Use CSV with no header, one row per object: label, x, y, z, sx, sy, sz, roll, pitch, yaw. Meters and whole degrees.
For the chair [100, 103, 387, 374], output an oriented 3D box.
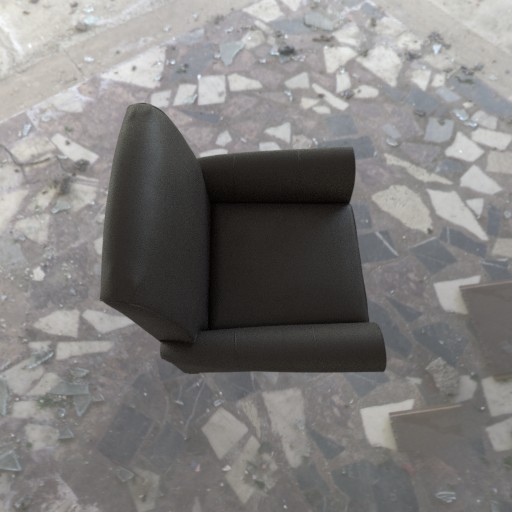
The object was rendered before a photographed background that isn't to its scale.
chair,0.000,0.000,1.803,0.902,1.061,0.978,-1,63,-1
